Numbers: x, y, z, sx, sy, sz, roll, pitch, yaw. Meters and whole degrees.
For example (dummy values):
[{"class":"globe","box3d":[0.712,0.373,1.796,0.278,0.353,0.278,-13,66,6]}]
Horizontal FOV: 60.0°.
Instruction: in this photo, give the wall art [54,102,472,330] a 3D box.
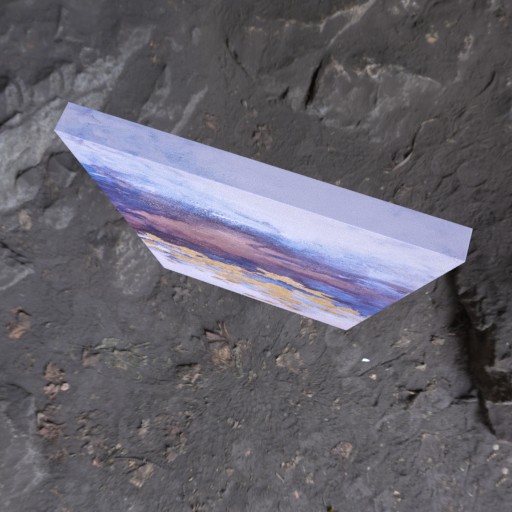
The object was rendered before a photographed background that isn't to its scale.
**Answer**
[{"class":"wall art","box3d":[0.000,0.000,0.728,0.437,0.581,0.036,18,75,5]}]
